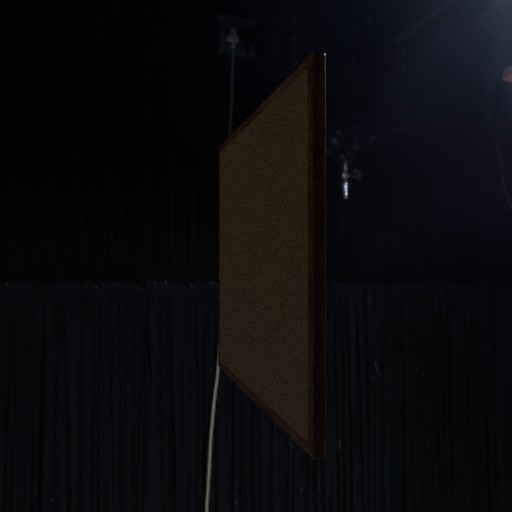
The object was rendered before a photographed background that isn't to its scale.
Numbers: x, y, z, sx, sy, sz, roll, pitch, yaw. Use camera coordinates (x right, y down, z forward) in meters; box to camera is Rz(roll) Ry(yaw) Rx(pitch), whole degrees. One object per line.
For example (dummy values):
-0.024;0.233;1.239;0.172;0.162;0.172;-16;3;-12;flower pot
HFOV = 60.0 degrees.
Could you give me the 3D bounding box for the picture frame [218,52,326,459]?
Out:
0.000;0.000;1.276;0.029;0.817;0.810;0;0;-18;picture frame
